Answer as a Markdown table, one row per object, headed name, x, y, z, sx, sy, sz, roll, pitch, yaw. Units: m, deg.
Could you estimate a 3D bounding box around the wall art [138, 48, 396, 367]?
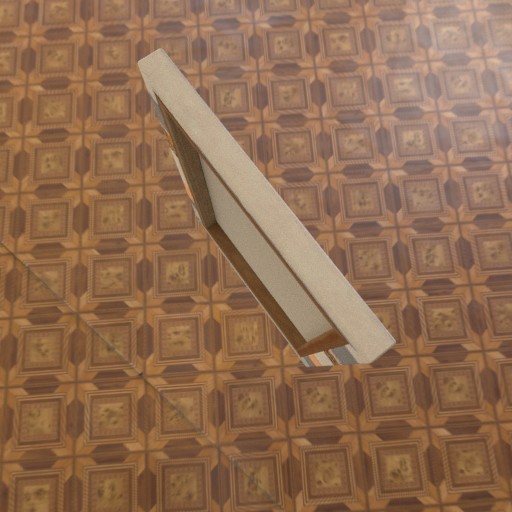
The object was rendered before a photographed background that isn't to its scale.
| name | x | y | z | sx | sy | sz | roll | pitch | yaw |
| --- | --- | --- | --- | --- | --- | --- | --- | --- | --- |
| wall art | 0.000 | 0.000 | 0.806 | 0.038 | 0.609 | 0.456 | -35 | 78 | -8 |
